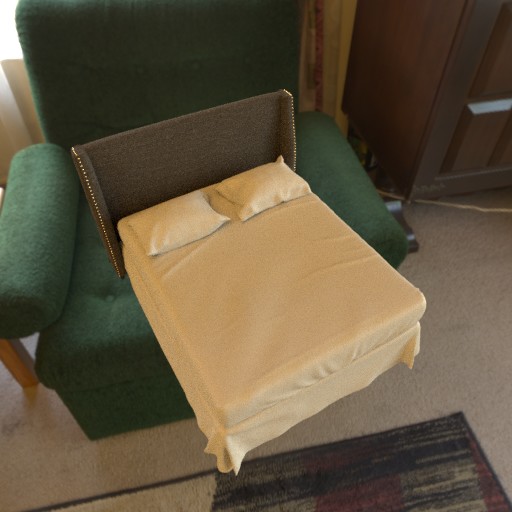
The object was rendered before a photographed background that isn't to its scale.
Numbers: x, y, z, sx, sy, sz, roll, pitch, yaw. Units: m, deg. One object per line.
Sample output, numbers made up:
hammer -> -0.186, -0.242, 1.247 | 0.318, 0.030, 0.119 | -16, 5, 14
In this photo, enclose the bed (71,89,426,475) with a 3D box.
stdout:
bed -> 0.000, 0.000, 3.416 | 1.925, 1.332, 2.276 | -23, 50, -20
